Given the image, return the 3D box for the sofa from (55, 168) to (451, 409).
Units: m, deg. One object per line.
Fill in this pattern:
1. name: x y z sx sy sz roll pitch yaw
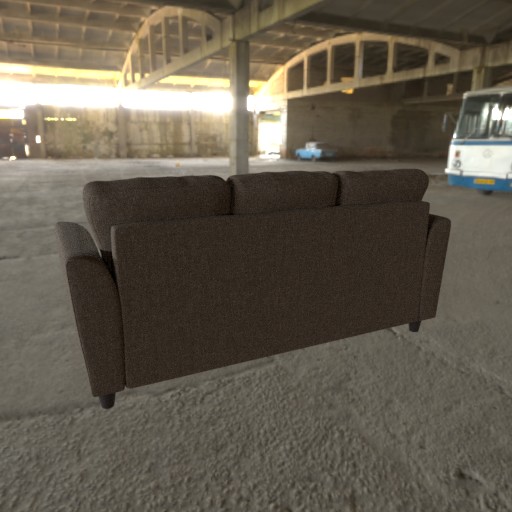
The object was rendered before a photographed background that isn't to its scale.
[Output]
1. sofa: 0.000 0.000 2.292 1.847 0.891 0.837 -7 16 -25
